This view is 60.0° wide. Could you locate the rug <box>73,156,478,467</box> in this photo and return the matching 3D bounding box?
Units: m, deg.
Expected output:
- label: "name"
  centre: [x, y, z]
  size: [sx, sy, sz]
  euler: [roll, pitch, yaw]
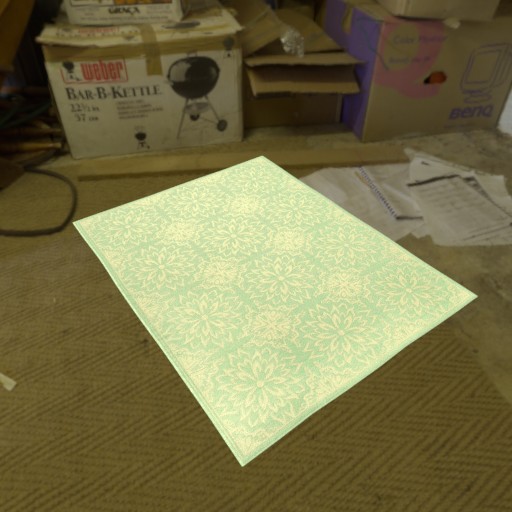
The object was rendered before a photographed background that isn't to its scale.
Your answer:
- label: "rug"
  centre: [0.000, 0.000, 4.038]
  size: [2.363, 0.012, 2.980]
  euler: [-25, 47, -26]
